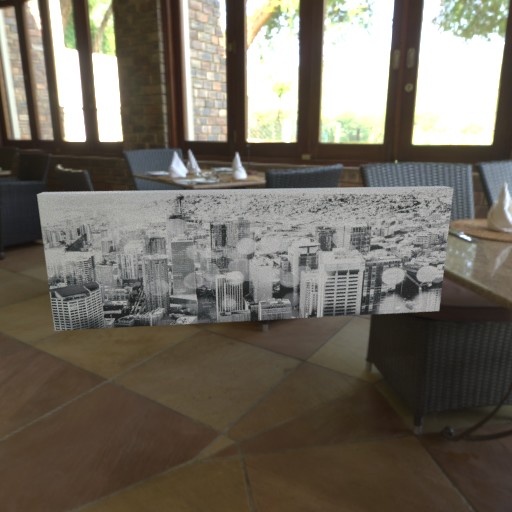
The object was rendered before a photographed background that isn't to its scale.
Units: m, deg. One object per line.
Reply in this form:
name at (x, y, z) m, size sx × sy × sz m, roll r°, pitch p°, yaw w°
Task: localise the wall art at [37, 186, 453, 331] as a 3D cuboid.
wall art at (0.000, 0.000, 0.858) m, size 0.763 × 0.255 × 0.038 m, roll -2°, pitch 15°, yaw -7°
